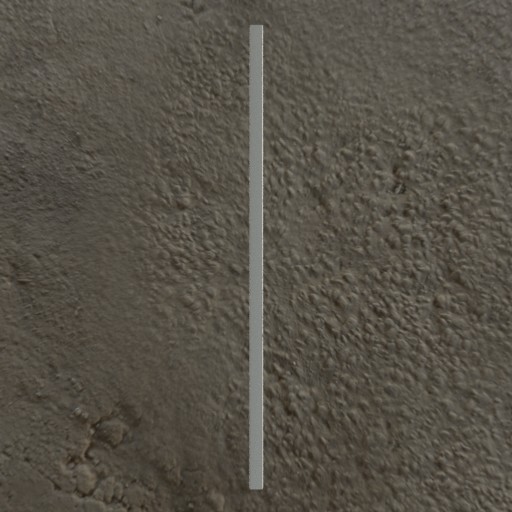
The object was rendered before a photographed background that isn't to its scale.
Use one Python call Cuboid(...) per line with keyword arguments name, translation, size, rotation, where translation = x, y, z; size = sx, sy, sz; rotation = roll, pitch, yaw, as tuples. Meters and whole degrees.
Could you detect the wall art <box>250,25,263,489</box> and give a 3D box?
Cuboid(name="wall art", translation=(0.000, 0.000, 1.704), size=(0.044, 0.507, 1.520), rotation=(0, 89, 0))
